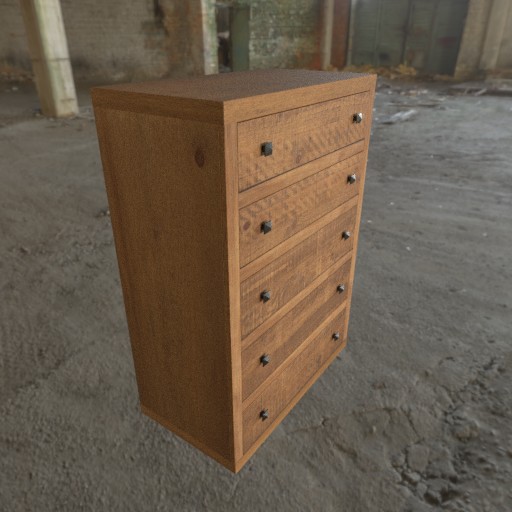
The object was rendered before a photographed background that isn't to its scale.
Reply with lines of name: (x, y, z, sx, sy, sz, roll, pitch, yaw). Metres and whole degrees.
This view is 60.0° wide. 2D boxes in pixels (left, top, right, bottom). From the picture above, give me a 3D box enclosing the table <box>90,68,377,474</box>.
table: (0.000, 0.000, 1.747, 0.524, 1.294, 0.901, 18, 32, 31)
